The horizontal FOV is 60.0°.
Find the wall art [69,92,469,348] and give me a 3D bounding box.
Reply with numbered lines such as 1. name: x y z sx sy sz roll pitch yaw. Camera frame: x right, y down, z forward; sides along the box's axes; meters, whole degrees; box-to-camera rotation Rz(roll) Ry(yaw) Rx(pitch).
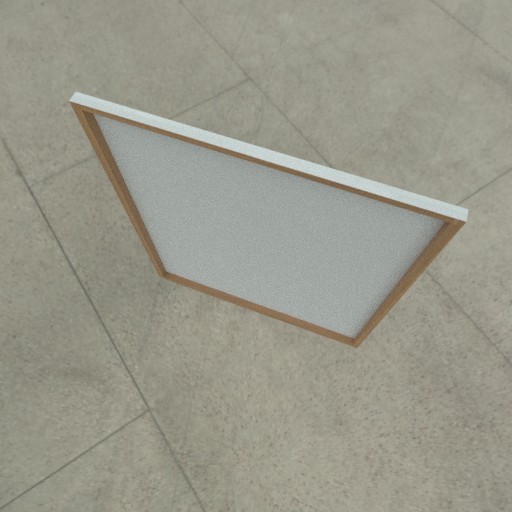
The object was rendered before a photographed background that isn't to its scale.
1. wall art: 0.000 0.000 0.963 0.609 0.710 0.021 19 66 9
